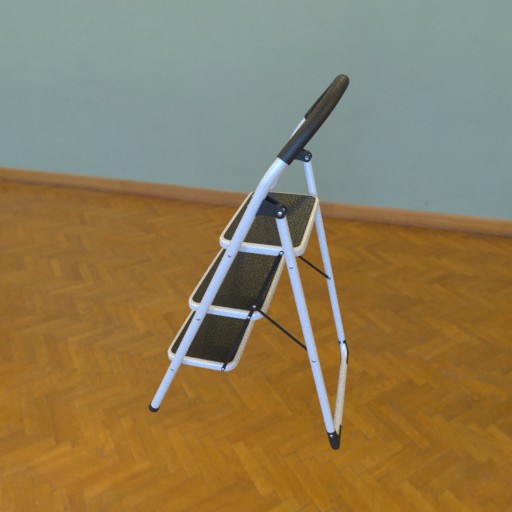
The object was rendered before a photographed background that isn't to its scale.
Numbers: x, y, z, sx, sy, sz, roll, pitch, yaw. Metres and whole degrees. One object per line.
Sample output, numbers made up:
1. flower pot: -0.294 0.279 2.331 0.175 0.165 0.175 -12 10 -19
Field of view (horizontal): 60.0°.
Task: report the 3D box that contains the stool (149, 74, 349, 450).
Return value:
1. stool: 0.000 0.000 1.435 0.676 1.109 0.485 7 31 12
